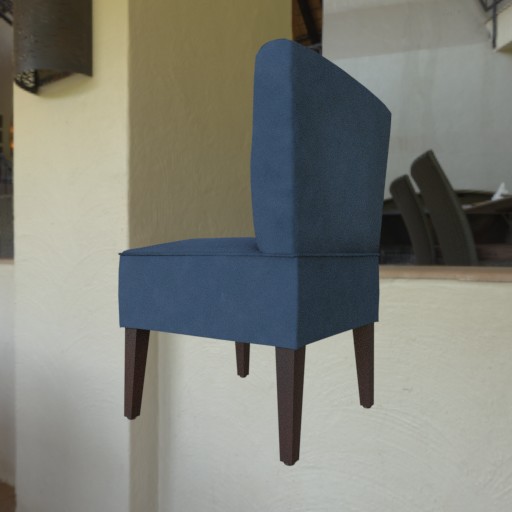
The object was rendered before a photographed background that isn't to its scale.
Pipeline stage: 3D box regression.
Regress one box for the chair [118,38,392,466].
[{"bbox_3d":[0.000,0.000,1.147,0.551,0.806,0.521,0,0,36],"label":"chair"}]
